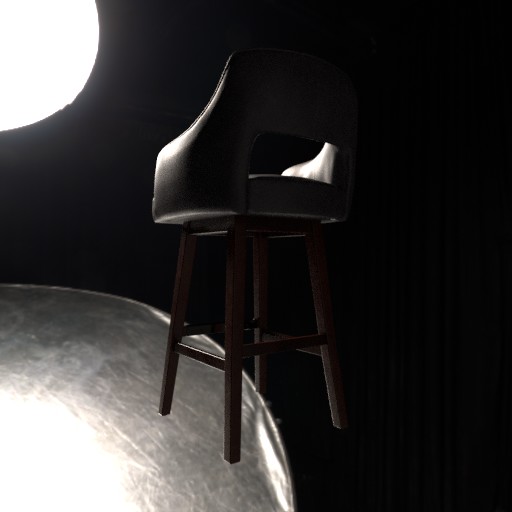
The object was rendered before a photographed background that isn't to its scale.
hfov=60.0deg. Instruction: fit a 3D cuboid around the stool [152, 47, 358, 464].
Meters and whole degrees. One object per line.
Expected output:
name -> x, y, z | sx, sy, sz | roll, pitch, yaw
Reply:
stool -> 0.000, 0.000, 1.372 | 0.550, 1.041, 0.560 | 0, 0, -36
